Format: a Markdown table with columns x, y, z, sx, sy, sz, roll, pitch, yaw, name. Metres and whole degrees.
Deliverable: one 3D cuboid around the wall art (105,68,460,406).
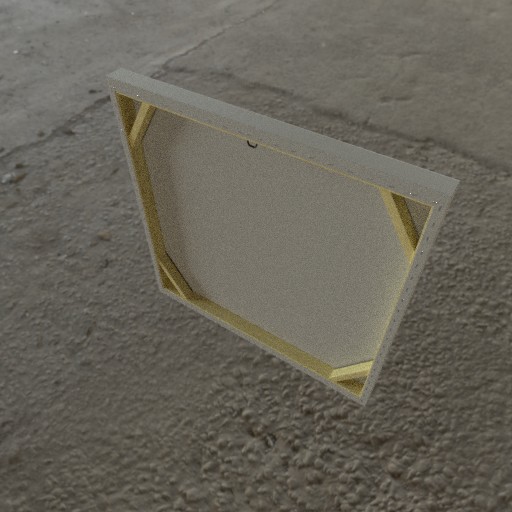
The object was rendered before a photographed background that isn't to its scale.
| x | y | z | sx | sy | sz | roll | pitch | yaw | name |
| --- | --- | --- | --- | --- | --- | --- | --- | --- | --- |
| 0.000 | 0.000 | 0.902 | 0.610 | 0.610 | 0.038 | 25 | 52 | 22 | wall art |
